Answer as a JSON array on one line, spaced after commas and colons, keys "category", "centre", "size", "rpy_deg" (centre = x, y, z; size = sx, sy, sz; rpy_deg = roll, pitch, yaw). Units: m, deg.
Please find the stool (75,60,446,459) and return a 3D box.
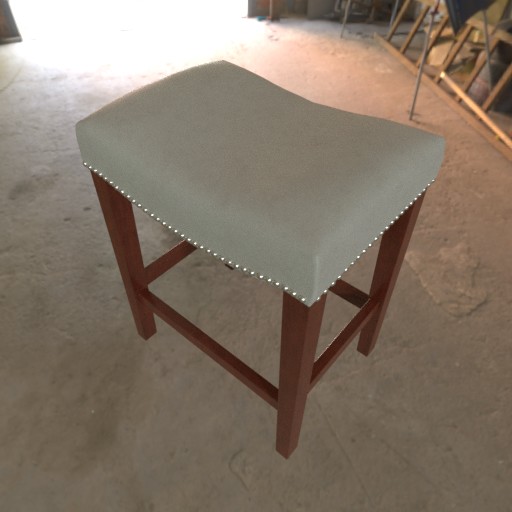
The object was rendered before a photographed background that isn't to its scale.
[{"category": "stool", "centre": [0.000, 0.000, 0.926], "size": [0.509, 0.632, 0.375], "rpy_deg": [31, 53, 27]}]
